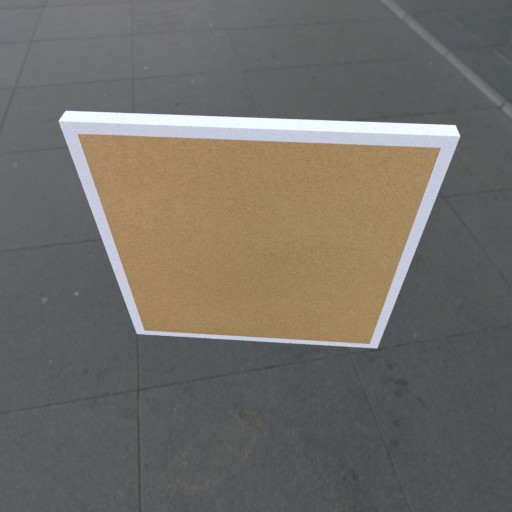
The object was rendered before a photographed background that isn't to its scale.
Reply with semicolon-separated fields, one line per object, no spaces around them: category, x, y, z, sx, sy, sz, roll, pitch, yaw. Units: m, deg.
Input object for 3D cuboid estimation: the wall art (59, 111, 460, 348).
wall art;0.000;0.000;1.134;0.763;0.761;0.038;3;48;3
